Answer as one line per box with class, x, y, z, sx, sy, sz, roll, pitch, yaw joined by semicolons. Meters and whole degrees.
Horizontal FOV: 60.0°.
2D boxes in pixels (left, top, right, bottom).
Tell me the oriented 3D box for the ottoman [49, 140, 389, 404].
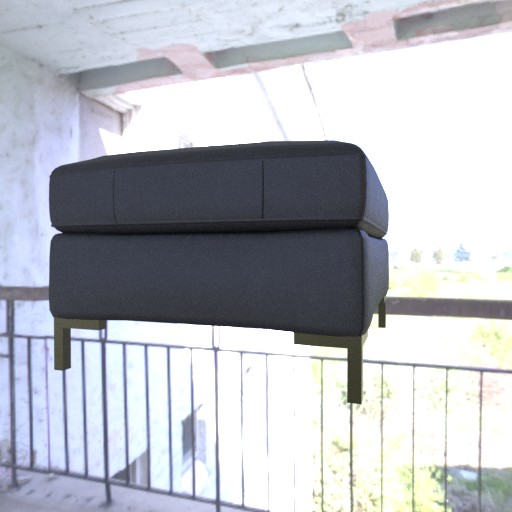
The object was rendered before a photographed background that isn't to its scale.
ottoman;0.000;0.000;1.754;0.967;0.696;1.187;0;1;19
